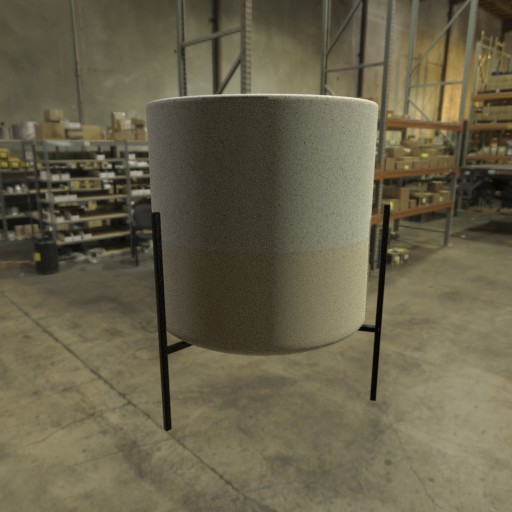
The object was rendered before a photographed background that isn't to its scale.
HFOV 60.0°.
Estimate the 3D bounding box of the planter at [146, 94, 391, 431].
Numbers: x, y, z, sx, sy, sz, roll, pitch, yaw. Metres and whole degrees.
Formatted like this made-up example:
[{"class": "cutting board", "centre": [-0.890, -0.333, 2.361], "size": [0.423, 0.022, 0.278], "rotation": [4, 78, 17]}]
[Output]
[{"class": "planter", "centre": [0.000, 0.000, 0.651], "size": [0.335, 0.423, 0.313], "rotation": [-13, 20, -42]}]
